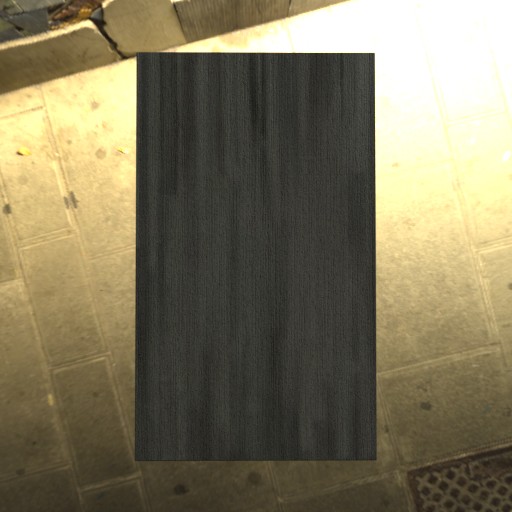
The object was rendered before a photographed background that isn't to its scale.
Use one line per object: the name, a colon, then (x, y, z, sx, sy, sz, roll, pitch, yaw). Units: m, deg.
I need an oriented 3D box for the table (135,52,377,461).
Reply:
table: (0.000, 0.000, 1.351, 0.643, 0.347, 1.088, 0, 89, 0)
